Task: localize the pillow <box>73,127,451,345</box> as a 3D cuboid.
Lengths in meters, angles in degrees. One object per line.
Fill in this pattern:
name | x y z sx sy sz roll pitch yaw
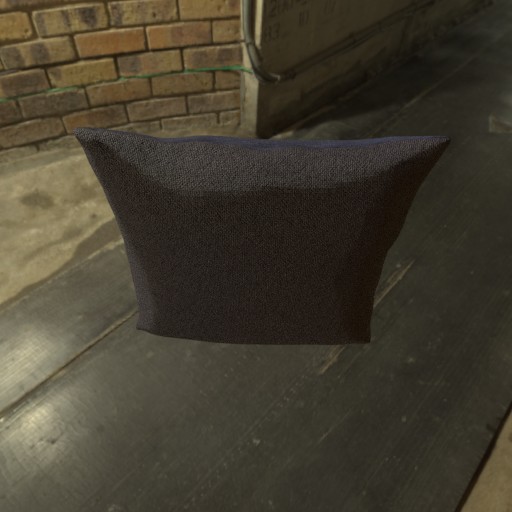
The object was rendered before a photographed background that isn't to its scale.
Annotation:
pillow | 0.000 0.000 0.682 0.452 0.439 0.204 3 47 2
